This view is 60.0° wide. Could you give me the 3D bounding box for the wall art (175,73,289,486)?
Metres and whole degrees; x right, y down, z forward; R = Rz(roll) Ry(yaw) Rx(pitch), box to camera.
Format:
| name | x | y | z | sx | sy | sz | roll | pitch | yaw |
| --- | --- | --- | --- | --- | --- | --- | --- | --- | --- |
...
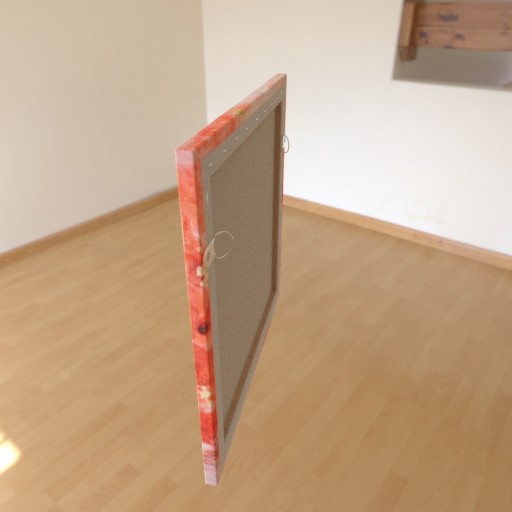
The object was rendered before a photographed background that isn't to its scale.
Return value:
| name | x | y | z | sx | sy | sz | roll | pitch | yaw |
| --- | --- | --- | --- | --- | --- | --- | --- | --- | --- |
| wall art | 0.000 | 0.000 | 1.290 | 0.066 | 0.878 | 0.878 | 7 | 31 | 11 |
